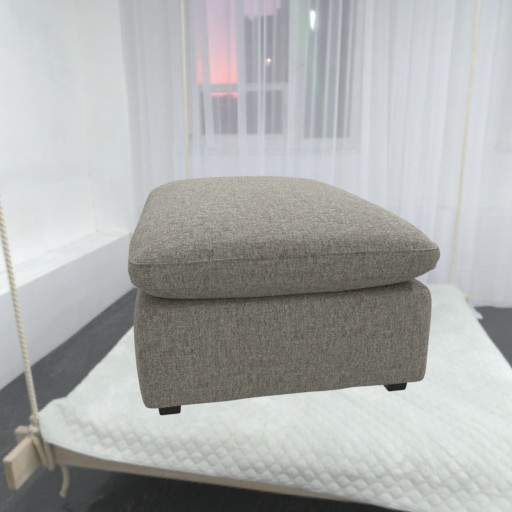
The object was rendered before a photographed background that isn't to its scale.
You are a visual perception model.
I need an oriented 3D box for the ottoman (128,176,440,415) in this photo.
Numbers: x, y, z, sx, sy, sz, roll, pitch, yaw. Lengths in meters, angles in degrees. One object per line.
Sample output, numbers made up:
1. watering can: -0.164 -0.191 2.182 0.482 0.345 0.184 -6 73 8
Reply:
1. ottoman: 0.000 0.000 1.376 0.694 0.451 0.977 -3 17 -9
